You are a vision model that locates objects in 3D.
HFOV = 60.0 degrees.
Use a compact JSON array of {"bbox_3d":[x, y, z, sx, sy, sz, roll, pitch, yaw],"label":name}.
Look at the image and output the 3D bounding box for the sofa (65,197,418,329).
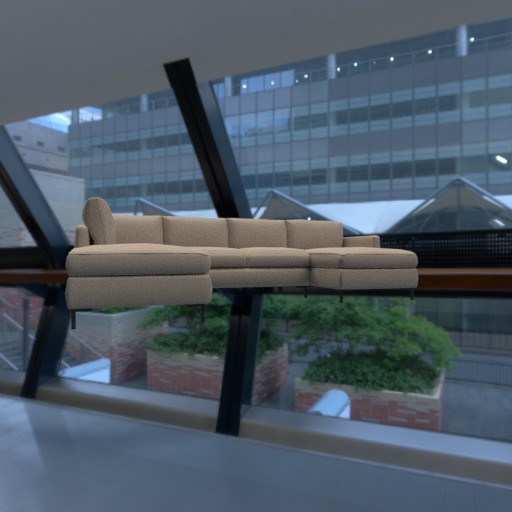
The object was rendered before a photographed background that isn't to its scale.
[{"bbox_3d":[0.000,0.000,3.586,2.737,0.756,1.879,0,0,-20],"label":"sofa"}]
